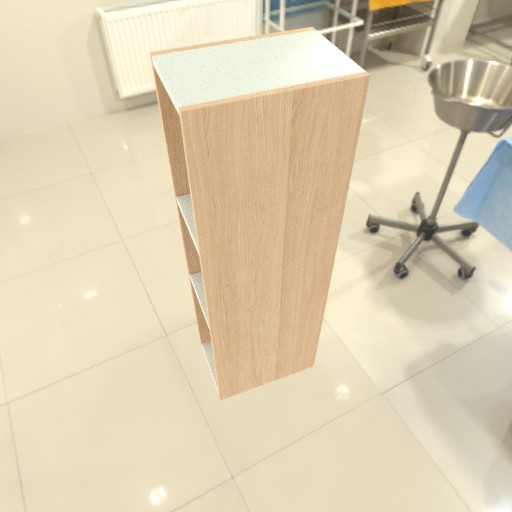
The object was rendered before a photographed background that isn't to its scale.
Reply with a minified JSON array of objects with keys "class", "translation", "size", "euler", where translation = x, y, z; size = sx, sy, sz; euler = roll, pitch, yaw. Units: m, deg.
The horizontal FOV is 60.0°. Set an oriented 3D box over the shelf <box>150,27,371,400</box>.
[{"class":"shelf","translation":[0.000,0.000,1.008],"size":[0.290,0.882,0.197],"euler":[-16,50,-14]}]
